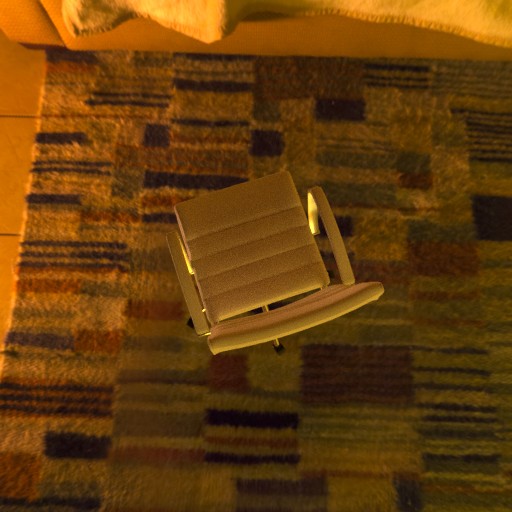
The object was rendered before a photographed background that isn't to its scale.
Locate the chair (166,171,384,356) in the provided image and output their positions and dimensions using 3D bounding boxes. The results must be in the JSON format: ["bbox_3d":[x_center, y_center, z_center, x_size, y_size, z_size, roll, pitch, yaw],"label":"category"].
[{"bbox_3d":[0.000,0.000,1.665,0.766,1.149,0.739,-18,76,-5],"label":"chair"}]
